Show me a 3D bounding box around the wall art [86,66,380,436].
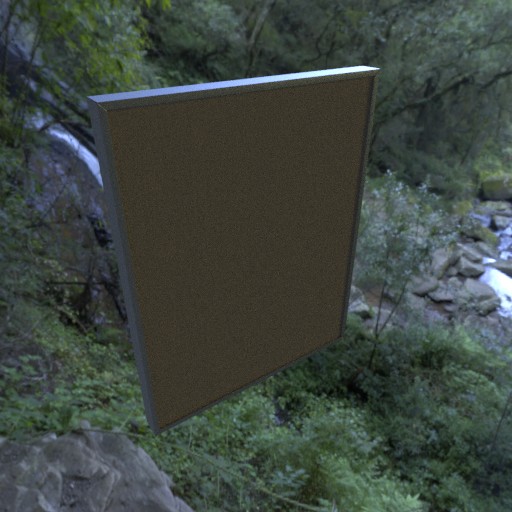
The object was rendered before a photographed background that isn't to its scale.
[{"bbox_3d":[0.000,0.000,0.742,0.445,0.553,0.039,-19,36,-29],"label":"wall art"}]
